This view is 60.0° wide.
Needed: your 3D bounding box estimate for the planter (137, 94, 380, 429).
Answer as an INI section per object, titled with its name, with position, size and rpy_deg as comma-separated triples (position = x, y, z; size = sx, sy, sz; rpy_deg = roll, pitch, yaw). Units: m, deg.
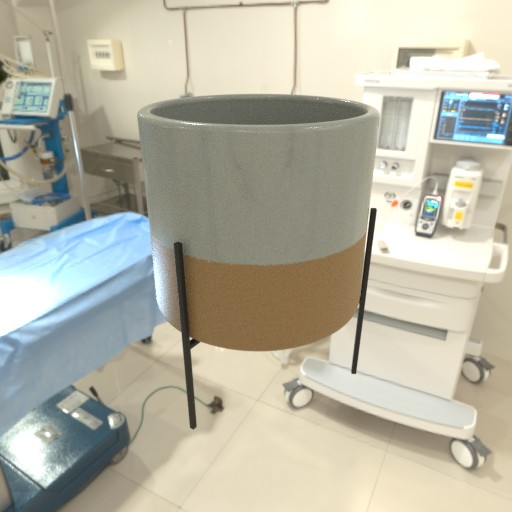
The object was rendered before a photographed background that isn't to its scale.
[planter]
position = 0.000, 0.000, 0.744
size = 0.348, 0.480, 0.360
rpy_deg = 17, 31, 31
